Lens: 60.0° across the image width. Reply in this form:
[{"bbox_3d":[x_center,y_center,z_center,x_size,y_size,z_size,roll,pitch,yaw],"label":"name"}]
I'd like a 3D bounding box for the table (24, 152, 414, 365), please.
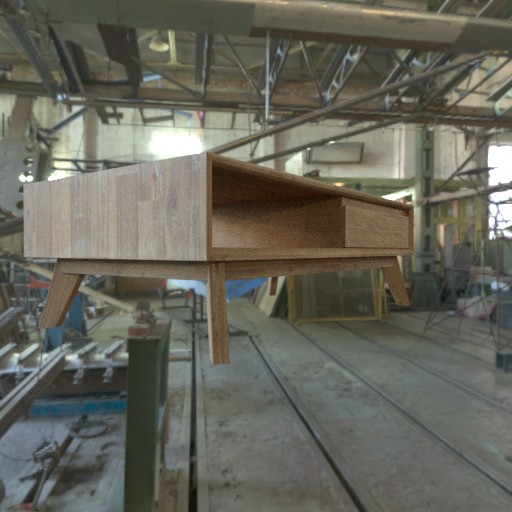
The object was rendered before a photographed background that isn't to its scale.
[{"bbox_3d":[0.000,0.000,1.997,0.918,0.531,1.619,1,1,37],"label":"table"}]
